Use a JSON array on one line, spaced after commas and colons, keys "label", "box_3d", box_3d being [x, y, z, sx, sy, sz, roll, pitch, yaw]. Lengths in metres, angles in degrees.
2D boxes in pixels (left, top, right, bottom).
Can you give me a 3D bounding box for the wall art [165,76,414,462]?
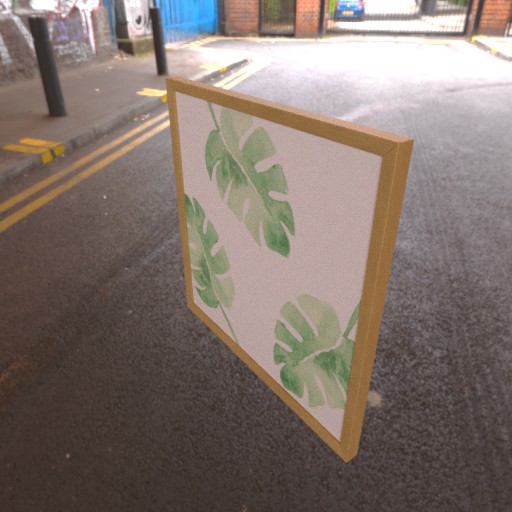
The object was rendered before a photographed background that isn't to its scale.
[{"label": "wall art", "box_3d": [0.000, 0.000, 1.126, 0.037, 0.763, 0.763, -21, 36, -31]}]
